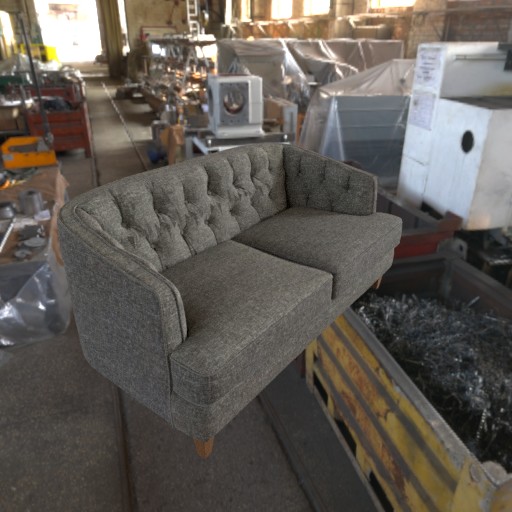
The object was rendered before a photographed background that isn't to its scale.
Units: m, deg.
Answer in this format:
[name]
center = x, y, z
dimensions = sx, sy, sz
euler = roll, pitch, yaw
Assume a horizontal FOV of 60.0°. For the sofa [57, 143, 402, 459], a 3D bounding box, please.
[sofa]
center = 0.000, 0.000, 2.261
dimensions = 0.941, 0.855, 1.733
euler = 18, 32, 33
